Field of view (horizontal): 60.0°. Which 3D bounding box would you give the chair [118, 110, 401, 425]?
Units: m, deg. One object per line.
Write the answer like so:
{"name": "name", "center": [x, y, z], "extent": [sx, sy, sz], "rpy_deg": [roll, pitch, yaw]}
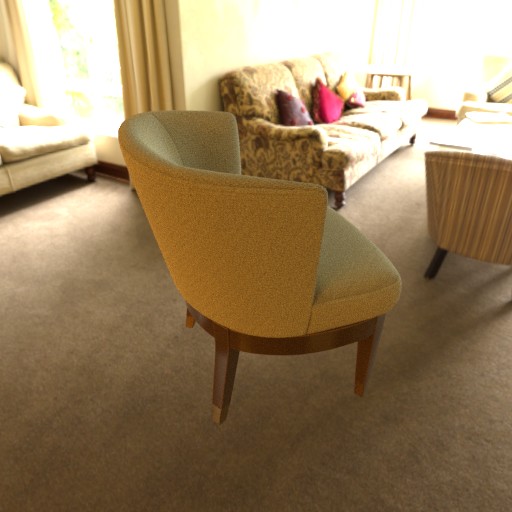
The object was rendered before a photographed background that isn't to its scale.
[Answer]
{"name": "chair", "center": [0.000, 0.000, 1.279], "extent": [0.660, 0.760, 0.700], "rpy_deg": [-9, 31, -15]}
